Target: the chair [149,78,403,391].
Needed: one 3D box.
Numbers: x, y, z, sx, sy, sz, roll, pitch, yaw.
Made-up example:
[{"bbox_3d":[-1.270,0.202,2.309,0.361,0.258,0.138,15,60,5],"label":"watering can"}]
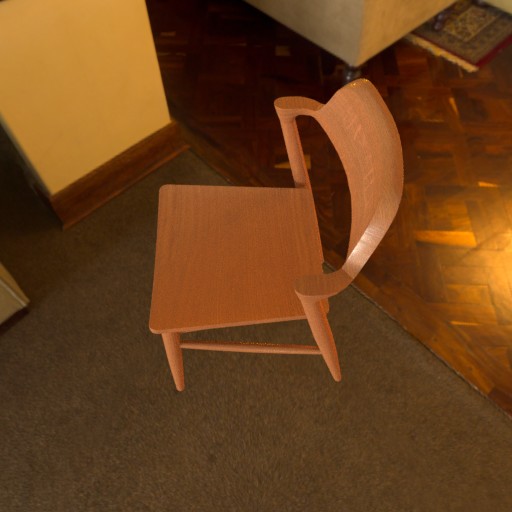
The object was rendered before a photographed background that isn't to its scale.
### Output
[{"bbox_3d":[0.000,0.000,1.107,0.499,0.801,0.496,-3,59,-1],"label":"chair"}]
